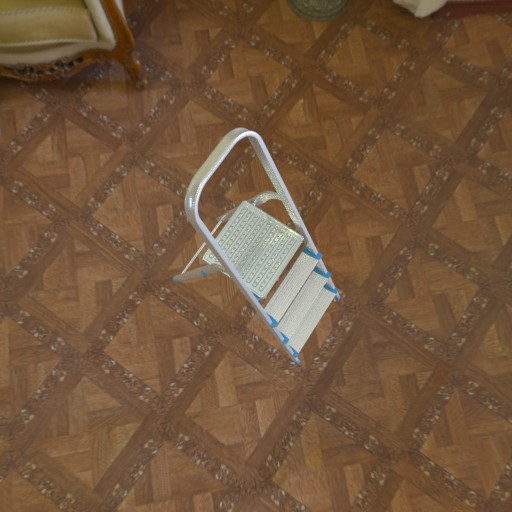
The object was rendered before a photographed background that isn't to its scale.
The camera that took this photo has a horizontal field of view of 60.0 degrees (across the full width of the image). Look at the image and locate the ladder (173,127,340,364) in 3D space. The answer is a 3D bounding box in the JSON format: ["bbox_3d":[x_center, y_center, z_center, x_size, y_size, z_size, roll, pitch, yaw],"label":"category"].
[{"bbox_3d":[0.000,0.000,1.794,0.842,1.434,0.445,33,78,8],"label":"ladder"}]
